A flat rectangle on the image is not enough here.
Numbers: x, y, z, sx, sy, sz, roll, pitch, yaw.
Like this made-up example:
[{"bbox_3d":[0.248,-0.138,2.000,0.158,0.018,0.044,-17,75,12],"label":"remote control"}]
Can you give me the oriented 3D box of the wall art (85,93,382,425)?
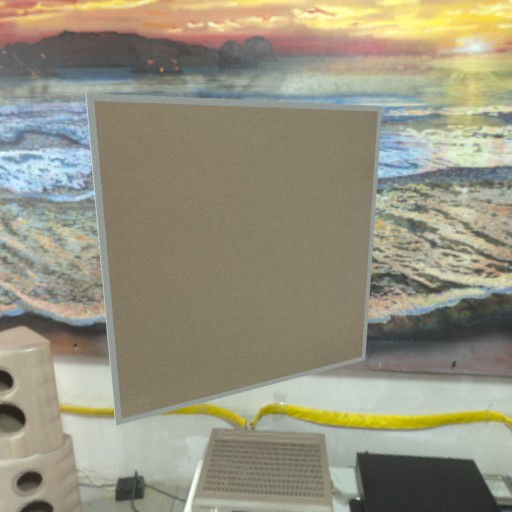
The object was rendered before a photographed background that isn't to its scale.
[{"bbox_3d":[0.000,0.000,0.687,0.456,0.456,0.007,-7,16,-25],"label":"wall art"}]
